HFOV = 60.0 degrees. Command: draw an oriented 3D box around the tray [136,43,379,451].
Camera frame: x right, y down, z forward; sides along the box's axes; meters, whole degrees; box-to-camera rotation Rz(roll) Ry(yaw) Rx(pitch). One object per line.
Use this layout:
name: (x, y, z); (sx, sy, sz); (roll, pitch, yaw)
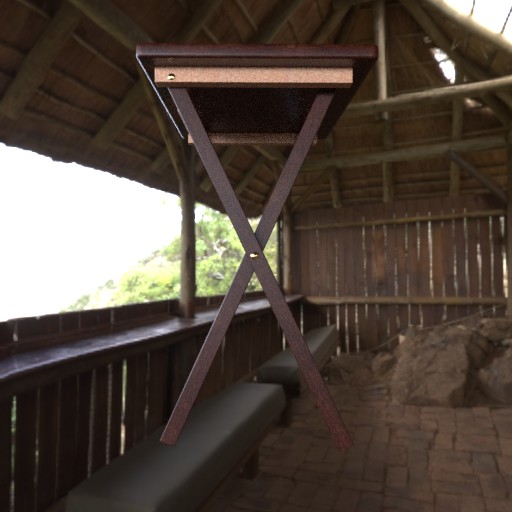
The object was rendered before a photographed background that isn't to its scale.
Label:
tray: (0.000, 0.000, 0.928); (0.381, 0.660, 0.483); (0, 0, -1)
